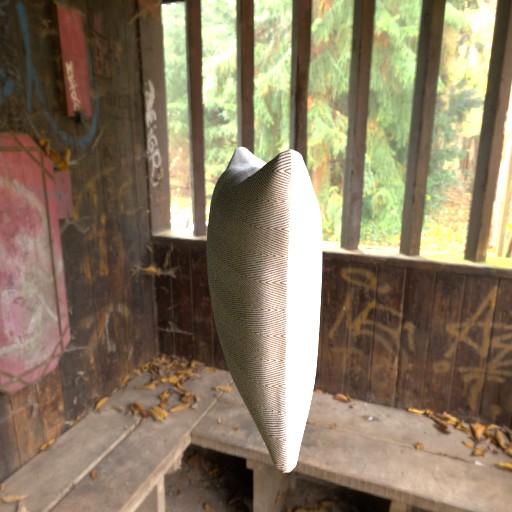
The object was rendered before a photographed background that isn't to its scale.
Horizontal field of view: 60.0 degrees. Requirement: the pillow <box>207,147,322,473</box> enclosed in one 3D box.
[{"bbox_3d":[0.000,0.000,0.629,0.139,0.305,0.506,-2,15,-6],"label":"pillow"}]
